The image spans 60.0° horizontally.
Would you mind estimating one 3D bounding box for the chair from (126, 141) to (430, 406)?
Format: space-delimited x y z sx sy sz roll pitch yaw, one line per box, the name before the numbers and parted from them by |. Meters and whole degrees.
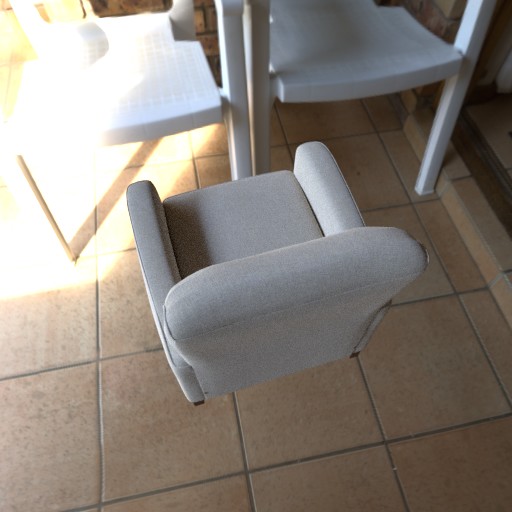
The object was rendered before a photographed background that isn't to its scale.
chair | 0.000 0.000 1.668 0.845 1.023 0.859 -15 60 -9
